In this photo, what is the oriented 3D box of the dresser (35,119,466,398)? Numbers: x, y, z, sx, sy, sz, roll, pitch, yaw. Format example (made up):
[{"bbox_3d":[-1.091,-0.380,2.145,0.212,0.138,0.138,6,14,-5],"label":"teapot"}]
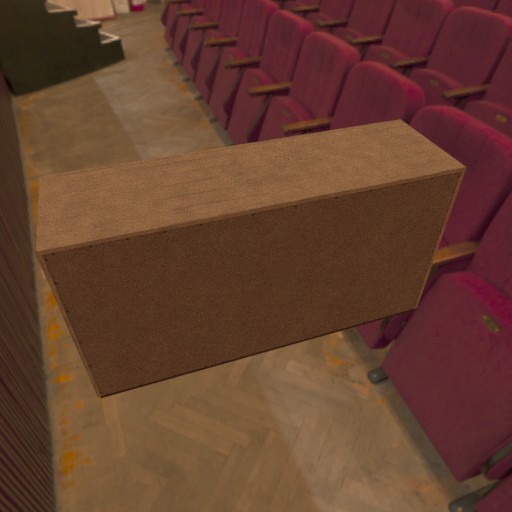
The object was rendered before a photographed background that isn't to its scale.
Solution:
[{"bbox_3d":[0.000,0.000,2.051,1.628,0.889,0.483,-13,43,-14],"label":"dresser"}]
